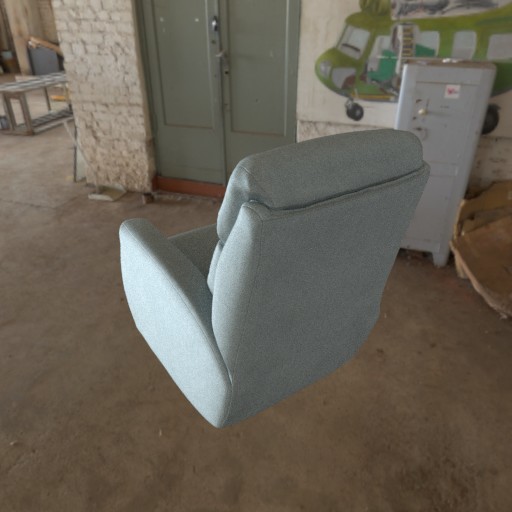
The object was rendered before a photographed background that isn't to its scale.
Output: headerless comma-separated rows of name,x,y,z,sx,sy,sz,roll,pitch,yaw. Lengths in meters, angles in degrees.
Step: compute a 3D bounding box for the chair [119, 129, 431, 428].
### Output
chair,0.000,0.000,1.652,0.794,1.016,0.940,-19,35,-29
